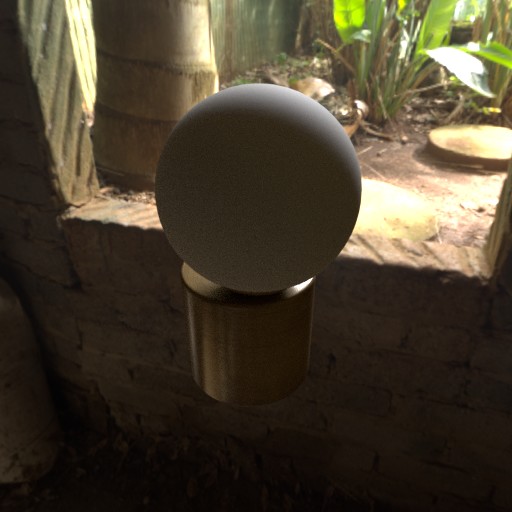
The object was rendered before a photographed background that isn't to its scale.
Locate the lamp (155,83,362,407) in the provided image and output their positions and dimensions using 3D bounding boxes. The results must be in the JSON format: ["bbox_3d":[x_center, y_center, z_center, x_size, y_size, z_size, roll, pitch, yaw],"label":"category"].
[{"bbox_3d":[0.000,0.000,0.341,0.141,0.250,0.152,-9,31,-15],"label":"lamp"}]
